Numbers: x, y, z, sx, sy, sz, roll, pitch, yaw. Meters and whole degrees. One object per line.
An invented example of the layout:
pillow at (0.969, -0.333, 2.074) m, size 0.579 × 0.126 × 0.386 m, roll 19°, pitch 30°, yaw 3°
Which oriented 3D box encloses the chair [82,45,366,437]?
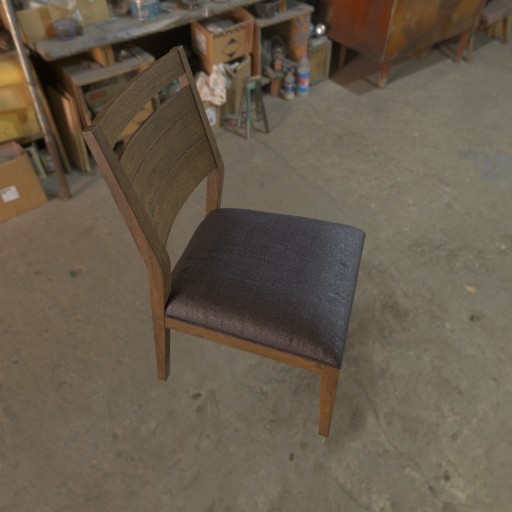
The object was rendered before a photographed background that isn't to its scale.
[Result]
chair at (0.000, 0.000, 1.249) m, size 0.610 × 0.939 × 0.501 m, roll 12°, pitch 47°, yaw 11°
